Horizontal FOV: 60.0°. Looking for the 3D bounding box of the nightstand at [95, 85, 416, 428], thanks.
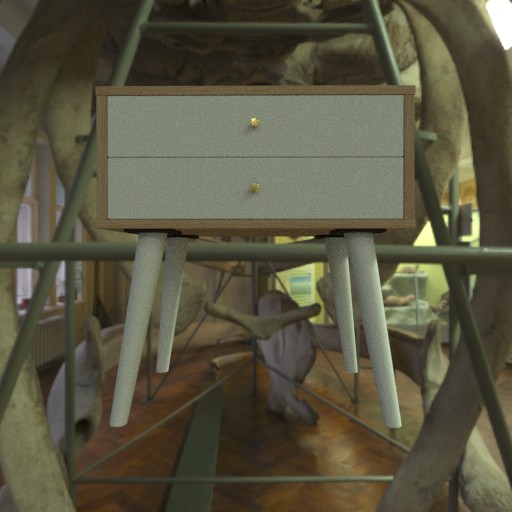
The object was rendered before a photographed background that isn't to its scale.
[{"bbox_3d":[0.000,0.000,0.980,0.571,0.610,0.407,0,0,1],"label":"nightstand"}]
